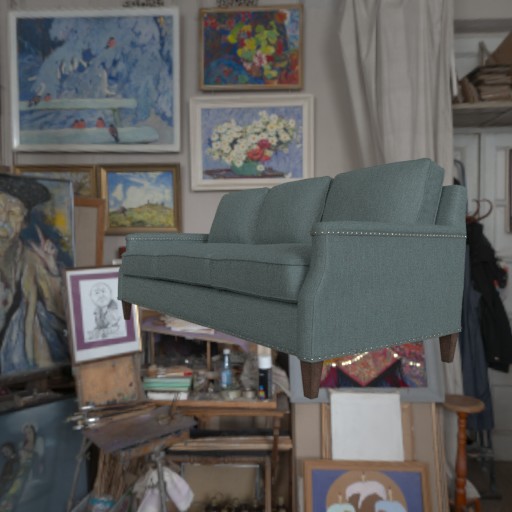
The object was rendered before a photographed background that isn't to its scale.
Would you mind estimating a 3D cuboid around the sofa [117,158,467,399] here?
[{"bbox_3d":[0.000,0.000,2.787,1.084,1.003,2.246,-1,2,-35],"label":"sofa"}]
